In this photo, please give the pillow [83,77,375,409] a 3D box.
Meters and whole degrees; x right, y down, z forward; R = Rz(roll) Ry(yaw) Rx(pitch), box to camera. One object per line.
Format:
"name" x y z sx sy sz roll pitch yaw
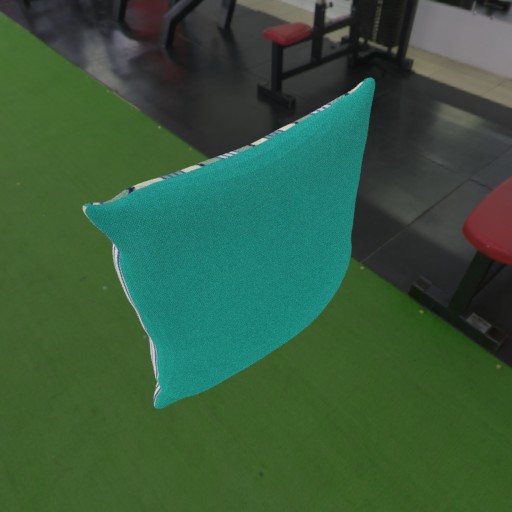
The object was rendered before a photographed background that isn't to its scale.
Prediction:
"pillow" 0.000 0.000 0.678 0.440 0.441 0.182 -30 53 -26
